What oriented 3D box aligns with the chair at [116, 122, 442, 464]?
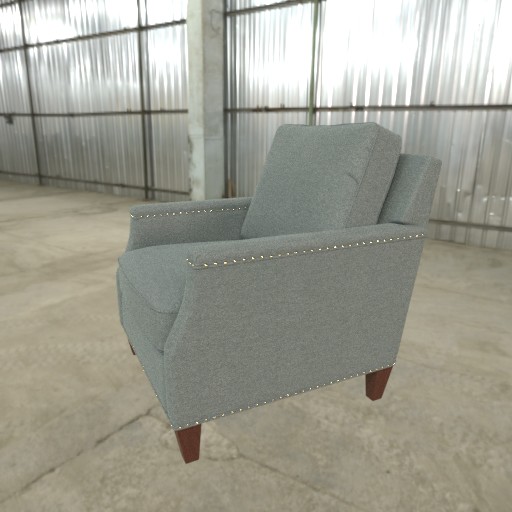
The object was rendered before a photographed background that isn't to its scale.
[{"bbox_3d":[0.000,0.000,1.789,1.031,1.031,0.885,-8,18,-25],"label":"chair"}]
